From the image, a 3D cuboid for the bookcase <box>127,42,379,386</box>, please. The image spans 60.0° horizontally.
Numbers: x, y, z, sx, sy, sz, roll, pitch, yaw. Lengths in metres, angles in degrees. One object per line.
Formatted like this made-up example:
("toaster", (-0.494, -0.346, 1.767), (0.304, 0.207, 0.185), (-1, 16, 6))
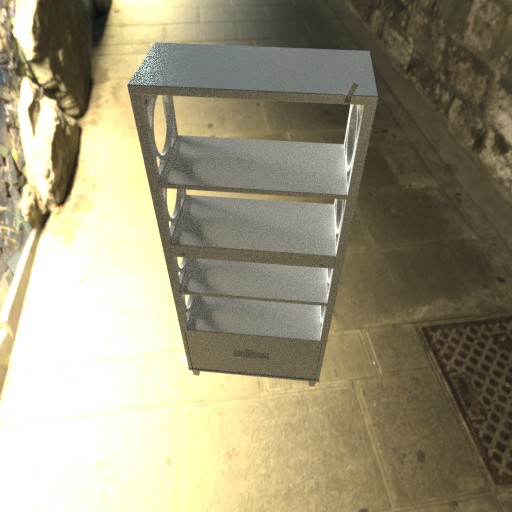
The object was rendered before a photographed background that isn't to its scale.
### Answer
("bookcase", (0.000, 0.000, 2.089), (0.761, 1.869, 0.361), (4, 46, 4))
